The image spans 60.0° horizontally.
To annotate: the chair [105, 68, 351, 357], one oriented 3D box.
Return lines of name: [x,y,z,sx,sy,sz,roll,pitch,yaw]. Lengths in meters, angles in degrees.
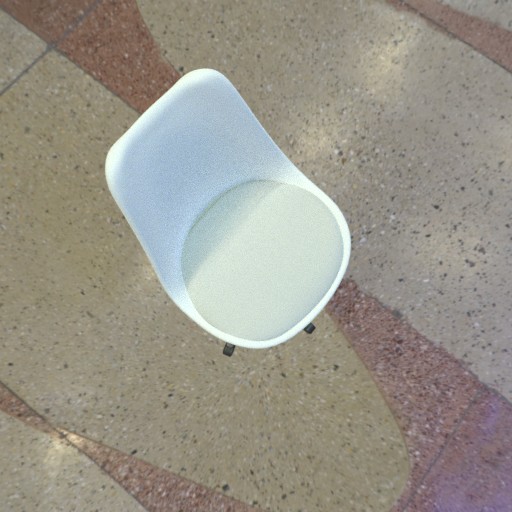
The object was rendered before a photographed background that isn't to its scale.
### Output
chair: [0.000,0.000,1.247,0.550,0.930,0.550,39,79,9]
